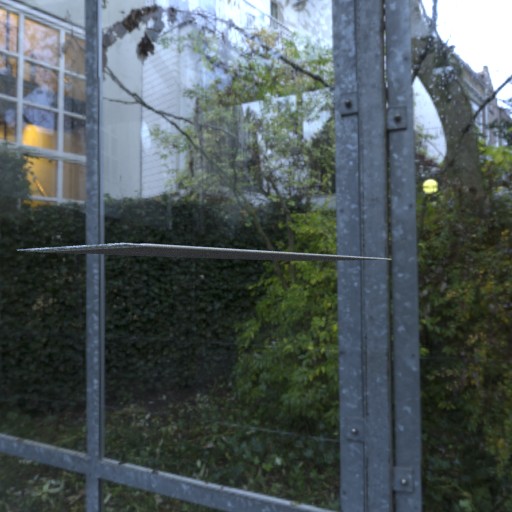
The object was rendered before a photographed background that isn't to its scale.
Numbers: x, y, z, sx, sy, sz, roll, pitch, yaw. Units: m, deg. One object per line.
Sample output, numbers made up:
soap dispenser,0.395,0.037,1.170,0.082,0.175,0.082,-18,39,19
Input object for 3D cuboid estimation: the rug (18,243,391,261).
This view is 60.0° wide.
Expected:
rug,0.000,0.000,2.671,0.774,0.011,2.449,-2,-2,37
